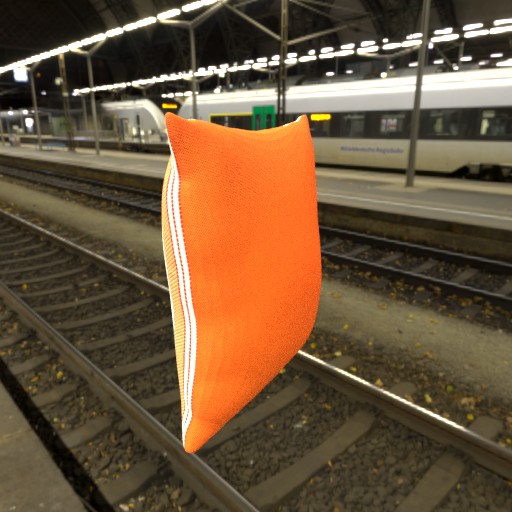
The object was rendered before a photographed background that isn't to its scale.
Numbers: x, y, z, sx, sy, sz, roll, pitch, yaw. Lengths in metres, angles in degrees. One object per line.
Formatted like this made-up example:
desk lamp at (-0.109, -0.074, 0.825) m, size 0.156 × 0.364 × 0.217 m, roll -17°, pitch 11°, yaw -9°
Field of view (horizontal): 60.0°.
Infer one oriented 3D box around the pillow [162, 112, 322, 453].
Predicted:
pillow at (0.000, 0.000, 0.712) m, size 0.182 × 0.441 × 0.440 m, roll 8°, pitch 18°, yaw 25°
